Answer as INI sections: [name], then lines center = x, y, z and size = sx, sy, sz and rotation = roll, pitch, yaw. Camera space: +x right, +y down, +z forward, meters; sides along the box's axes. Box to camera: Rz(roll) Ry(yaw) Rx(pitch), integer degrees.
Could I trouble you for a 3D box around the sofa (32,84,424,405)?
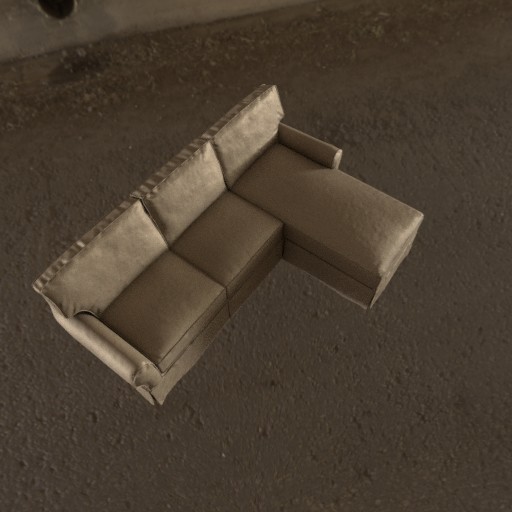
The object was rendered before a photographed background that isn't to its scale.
[sofa]
center = 0.000, 0.000, 3.283
size = 1.733, 0.978, 2.475
rotation = 32, 63, 19
